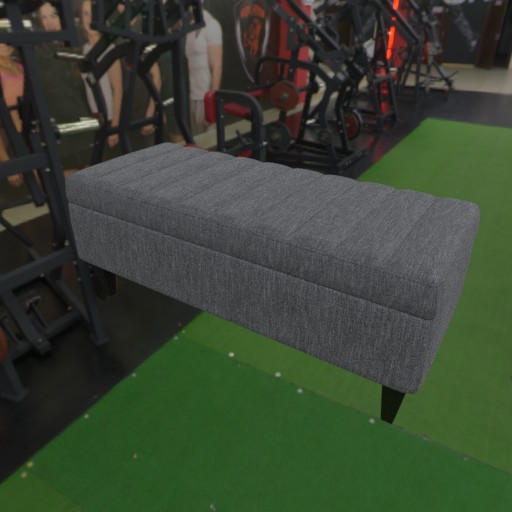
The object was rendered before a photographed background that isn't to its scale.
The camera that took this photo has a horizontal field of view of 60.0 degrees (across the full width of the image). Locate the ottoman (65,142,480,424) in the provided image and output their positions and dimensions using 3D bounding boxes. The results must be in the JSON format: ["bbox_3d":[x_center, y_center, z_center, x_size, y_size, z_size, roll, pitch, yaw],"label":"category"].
[{"bbox_3d":[0.000,0.000,1.382,1.151,0.469,0.482,18,34,28],"label":"ottoman"}]
